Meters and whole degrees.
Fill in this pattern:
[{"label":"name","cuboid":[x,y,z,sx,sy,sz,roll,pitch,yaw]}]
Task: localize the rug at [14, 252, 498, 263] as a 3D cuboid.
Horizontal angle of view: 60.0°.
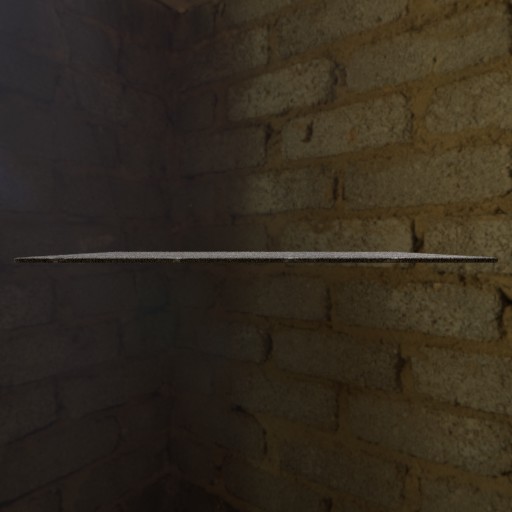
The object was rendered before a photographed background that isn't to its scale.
[{"label":"rug","cuboid":[0.000,0.000,3.381,2.743,0.030,1.778,0,2,-1]}]
